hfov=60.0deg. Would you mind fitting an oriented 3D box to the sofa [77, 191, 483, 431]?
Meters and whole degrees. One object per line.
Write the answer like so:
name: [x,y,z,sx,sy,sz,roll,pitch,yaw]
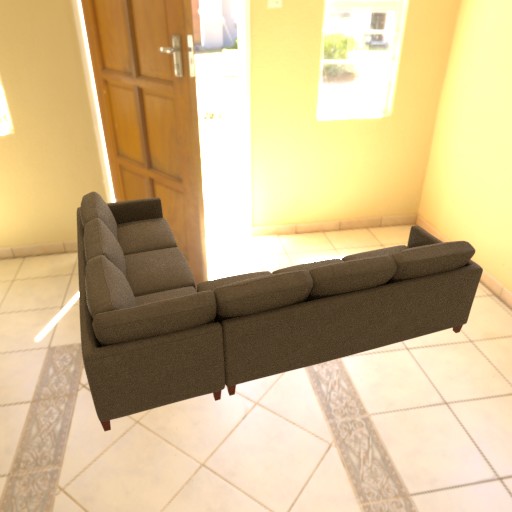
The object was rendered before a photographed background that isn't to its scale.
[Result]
sofa: [0.000,0.000,4.451,3.302,0.947,2.593,-10,32,-17]
